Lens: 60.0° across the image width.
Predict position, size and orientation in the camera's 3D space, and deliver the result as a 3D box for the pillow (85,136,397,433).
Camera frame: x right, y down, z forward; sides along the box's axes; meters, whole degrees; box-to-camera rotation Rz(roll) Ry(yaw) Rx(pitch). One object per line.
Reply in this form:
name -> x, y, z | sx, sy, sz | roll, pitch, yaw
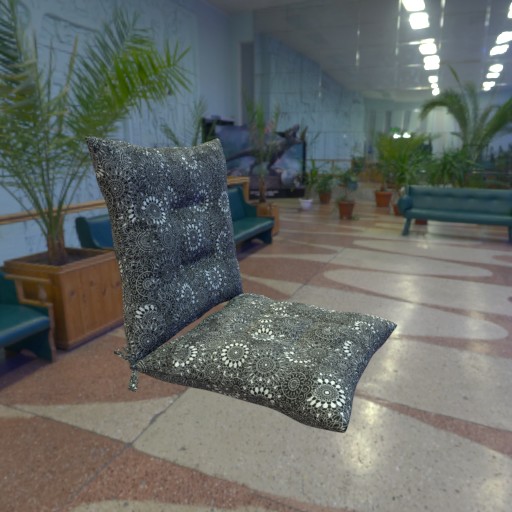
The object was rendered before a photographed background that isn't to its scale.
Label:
pillow -> 0.000, 0.000, 1.026 | 0.585, 0.536, 0.541 | 7, 15, 25
